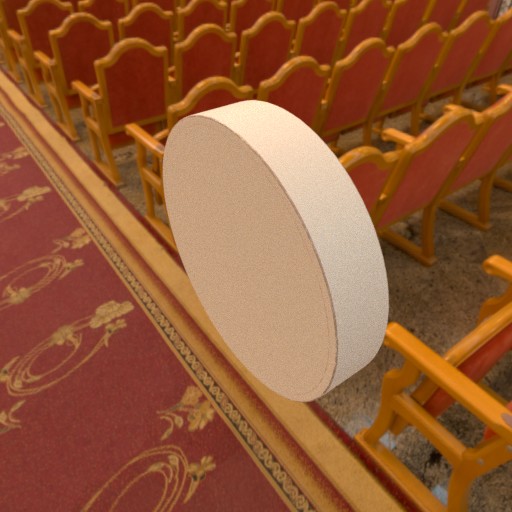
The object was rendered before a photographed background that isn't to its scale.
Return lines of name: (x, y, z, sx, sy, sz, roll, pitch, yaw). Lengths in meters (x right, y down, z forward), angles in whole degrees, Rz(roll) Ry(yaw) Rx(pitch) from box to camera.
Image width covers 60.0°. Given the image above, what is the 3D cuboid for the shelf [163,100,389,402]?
shelf: (0.000, 0.000, 1.237, 0.158, 0.807, 0.806, -25, 47, -26)
